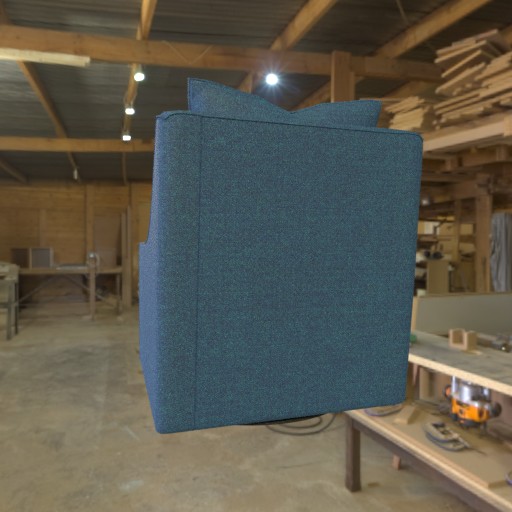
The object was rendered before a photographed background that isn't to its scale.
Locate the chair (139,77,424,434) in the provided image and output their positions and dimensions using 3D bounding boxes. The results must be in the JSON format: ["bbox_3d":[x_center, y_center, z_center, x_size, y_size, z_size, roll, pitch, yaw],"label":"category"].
[{"bbox_3d":[0.000,0.000,1.548,0.750,0.939,0.870,0,2,-18],"label":"chair"}]
